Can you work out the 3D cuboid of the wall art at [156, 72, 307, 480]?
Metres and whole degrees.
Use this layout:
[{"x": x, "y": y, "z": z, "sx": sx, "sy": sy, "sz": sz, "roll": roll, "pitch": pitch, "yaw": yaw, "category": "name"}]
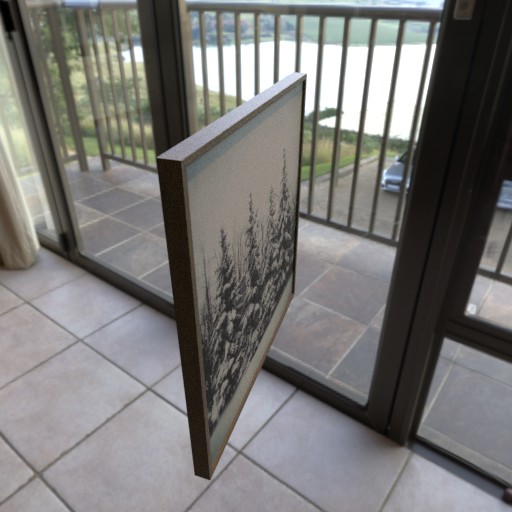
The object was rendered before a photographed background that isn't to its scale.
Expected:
[{"x": 0.000, "y": 0.000, "z": 1.127, "sx": 0.039, "sy": 0.758, "sz": 0.758, "roll": 10, "pitch": 33, "yaw": 16, "category": "wall art"}]
